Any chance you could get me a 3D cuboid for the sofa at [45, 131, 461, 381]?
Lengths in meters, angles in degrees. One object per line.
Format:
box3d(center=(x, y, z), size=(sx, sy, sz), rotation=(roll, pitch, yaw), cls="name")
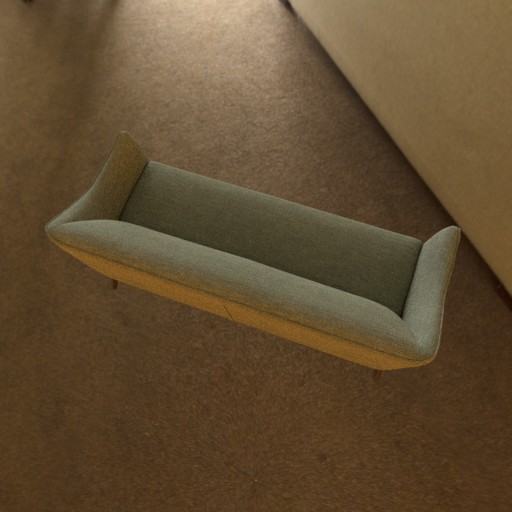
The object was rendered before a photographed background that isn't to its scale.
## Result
box3d(center=(0.000, 0.000, 2.382), size=(1.928, 0.829, 0.867), rotation=(18, 65, 9), cls="sofa")
